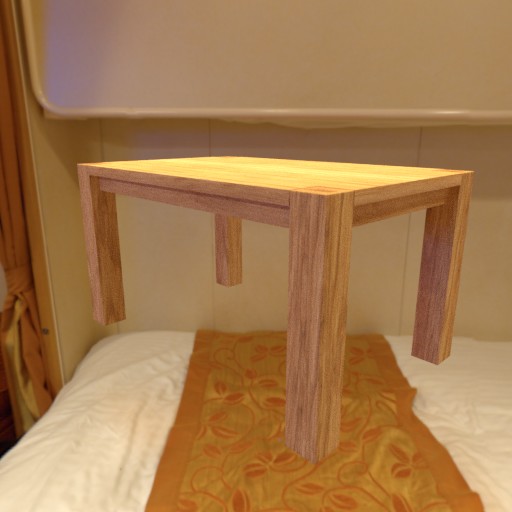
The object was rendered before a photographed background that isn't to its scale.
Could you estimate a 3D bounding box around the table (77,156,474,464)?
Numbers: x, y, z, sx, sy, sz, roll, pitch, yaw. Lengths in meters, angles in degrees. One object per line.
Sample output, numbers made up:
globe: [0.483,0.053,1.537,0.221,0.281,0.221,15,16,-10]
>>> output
table: [0.000,0.000,1.924,0.900,0.760,1.400,-15,21,-42]
